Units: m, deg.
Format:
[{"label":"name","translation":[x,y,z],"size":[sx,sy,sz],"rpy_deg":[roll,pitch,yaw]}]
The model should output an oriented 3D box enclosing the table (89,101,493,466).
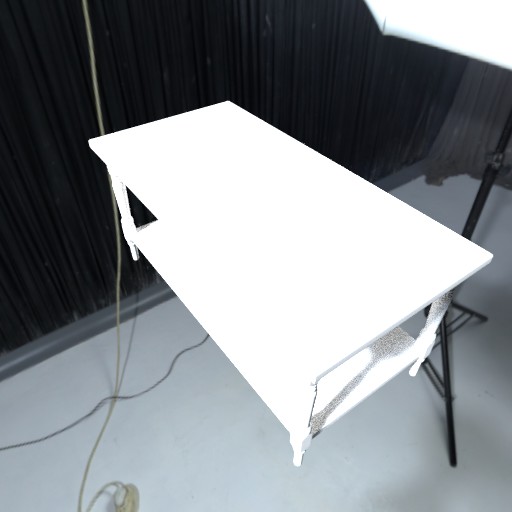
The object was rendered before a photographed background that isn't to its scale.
[{"label":"table","translation":[0.000,0.000,1.402],"size":[0.550,0.510,1.107],"rpy_deg":[-26,47,-26]}]
